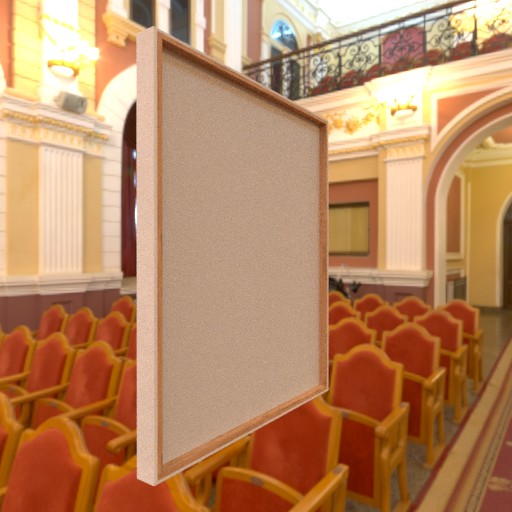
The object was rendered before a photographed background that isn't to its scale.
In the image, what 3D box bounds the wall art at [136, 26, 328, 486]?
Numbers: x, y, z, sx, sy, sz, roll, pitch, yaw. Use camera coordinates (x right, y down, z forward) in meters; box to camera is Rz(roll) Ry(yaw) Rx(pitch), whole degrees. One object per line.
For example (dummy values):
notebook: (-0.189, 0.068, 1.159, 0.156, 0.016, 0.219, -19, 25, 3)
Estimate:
wall art: (0.000, 0.000, 0.799, 0.037, 0.606, 0.508, 0, 0, 36)
